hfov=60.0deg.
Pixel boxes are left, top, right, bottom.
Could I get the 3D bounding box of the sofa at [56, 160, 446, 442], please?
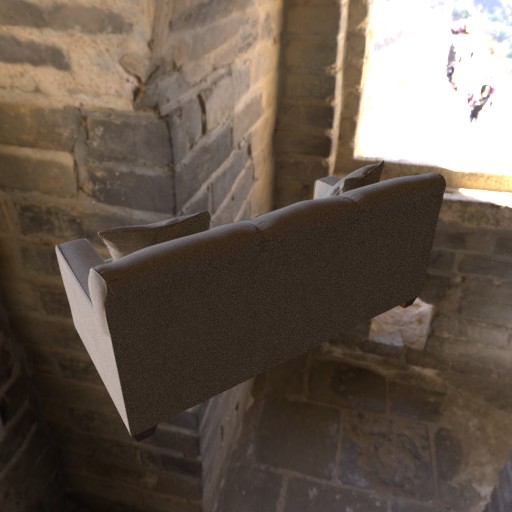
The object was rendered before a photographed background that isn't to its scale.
[{"bbox_3d":[0.000,0.000,2.606,2.024,0.958,0.997,-18,34,-29],"label":"sofa"}]
